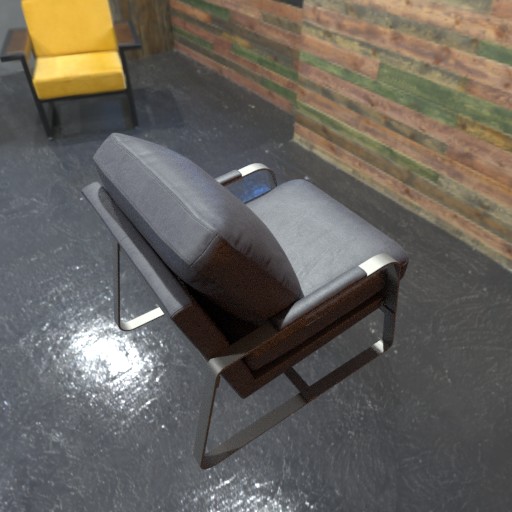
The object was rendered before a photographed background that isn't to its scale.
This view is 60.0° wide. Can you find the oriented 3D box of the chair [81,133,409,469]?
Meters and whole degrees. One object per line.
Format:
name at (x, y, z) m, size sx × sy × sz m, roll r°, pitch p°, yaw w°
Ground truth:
chair at (0.000, 0.000, 1.472) m, size 0.878 × 0.839 × 0.692 m, roll -25°, pitch 47°, yaw -25°
